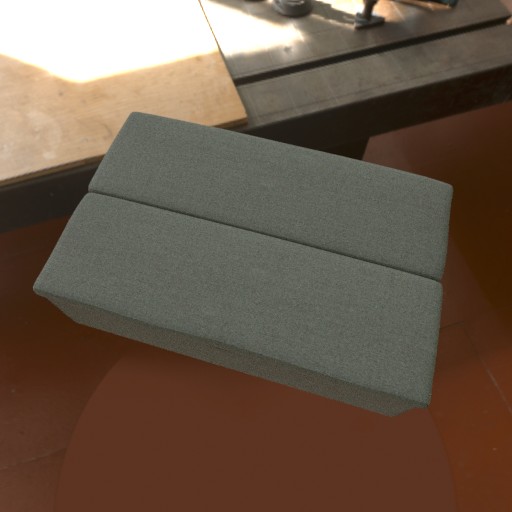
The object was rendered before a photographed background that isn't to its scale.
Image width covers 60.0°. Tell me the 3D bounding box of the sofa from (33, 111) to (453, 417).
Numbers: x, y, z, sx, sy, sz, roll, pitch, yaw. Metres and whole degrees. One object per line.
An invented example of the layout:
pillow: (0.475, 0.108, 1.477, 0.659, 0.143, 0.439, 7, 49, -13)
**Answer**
sofa: (0.000, 0.000, 1.637, 1.250, 0.434, 0.817, 15, 64, 7)
